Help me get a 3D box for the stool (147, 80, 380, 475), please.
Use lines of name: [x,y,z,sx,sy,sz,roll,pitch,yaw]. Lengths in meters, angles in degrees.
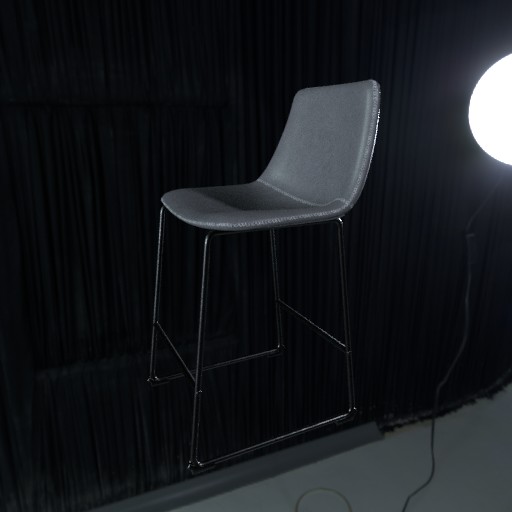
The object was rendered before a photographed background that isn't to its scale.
stool: [0.000,0.000,1.184,0.546,0.876,0.470,-8,18,-25]
